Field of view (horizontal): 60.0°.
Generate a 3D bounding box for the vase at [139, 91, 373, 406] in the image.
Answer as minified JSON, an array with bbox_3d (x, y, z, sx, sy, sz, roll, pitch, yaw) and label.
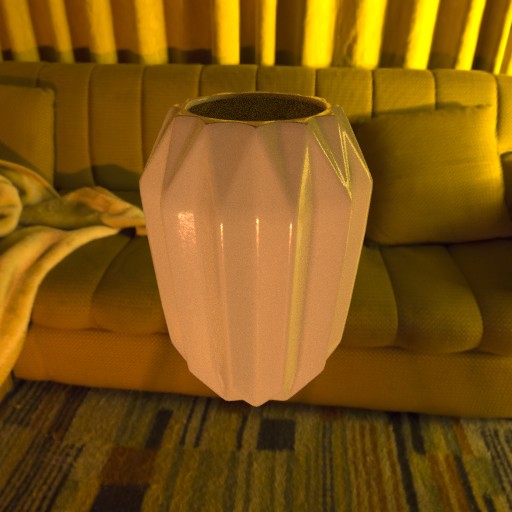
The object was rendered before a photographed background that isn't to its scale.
[{"bbox_3d":[0.000,0.000,0.418,0.195,0.275,0.195,0,30,0],"label":"vase"}]
